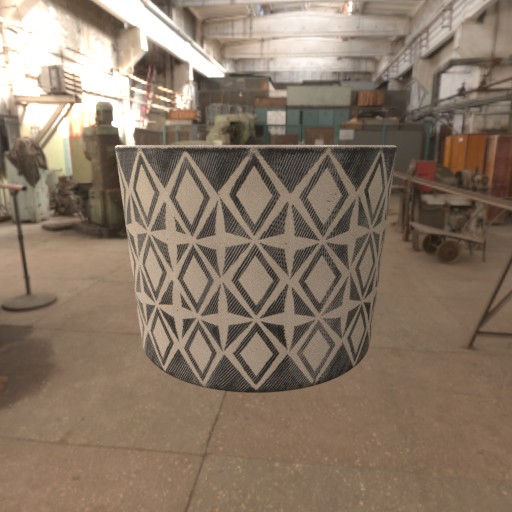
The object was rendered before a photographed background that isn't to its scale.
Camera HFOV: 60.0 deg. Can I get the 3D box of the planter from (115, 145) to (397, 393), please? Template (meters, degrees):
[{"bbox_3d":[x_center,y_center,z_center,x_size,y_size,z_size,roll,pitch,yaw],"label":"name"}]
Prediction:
[{"bbox_3d":[0.000,0.000,0.454,0.260,0.220,0.260,0,14,0],"label":"planter"}]
